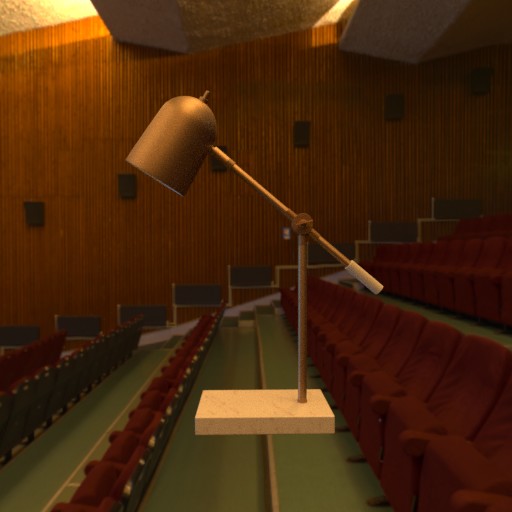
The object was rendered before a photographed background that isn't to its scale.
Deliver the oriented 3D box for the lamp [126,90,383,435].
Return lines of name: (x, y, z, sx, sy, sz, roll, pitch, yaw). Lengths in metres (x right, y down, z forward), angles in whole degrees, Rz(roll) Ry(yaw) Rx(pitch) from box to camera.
lamp: (0.000, 0.000, 0.817, 0.471, 0.603, 0.144, 0, 1, -1)
